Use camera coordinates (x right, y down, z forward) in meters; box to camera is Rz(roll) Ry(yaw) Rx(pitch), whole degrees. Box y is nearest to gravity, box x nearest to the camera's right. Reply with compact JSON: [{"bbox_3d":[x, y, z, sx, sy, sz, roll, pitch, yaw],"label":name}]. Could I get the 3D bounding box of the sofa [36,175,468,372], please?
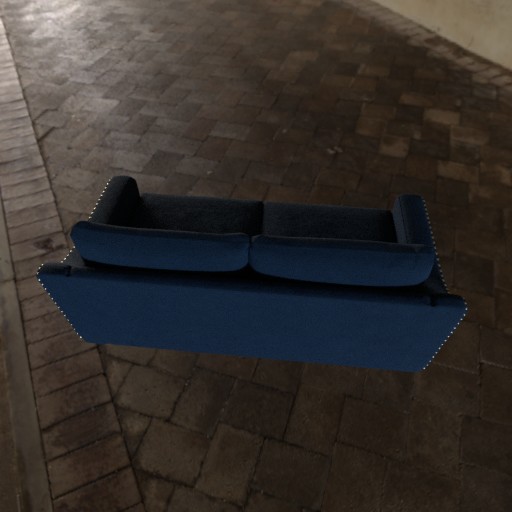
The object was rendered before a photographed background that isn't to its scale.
[{"bbox_3d":[0.000,0.000,2.744,2.107,0.983,1.104,4,47,4],"label":"sofa"}]
